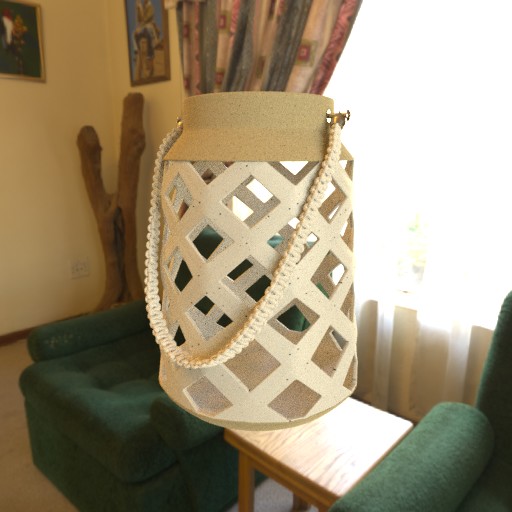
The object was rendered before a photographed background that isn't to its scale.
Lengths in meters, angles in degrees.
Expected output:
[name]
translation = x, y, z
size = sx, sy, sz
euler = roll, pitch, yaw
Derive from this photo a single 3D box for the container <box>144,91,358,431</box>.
[container]
translation = 0.000, 0.000, 0.344
size = 0.163, 0.229, 0.172
euler = 7, 15, 26
